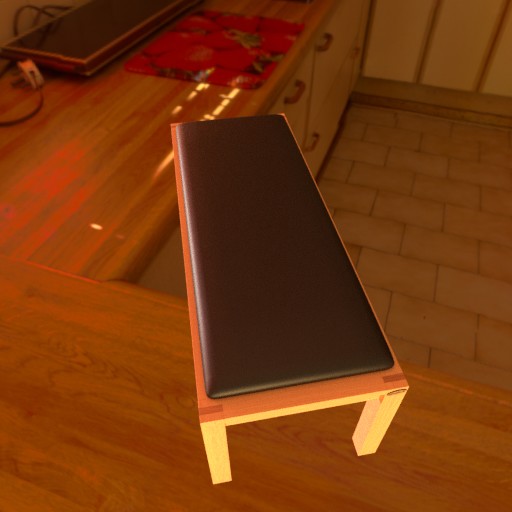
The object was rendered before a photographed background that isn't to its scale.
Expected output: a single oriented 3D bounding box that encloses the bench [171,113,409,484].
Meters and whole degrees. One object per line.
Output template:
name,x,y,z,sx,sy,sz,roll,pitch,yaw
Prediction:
bench,0.000,0.000,1.452,0.450,0.430,1.202,-8,47,-7
